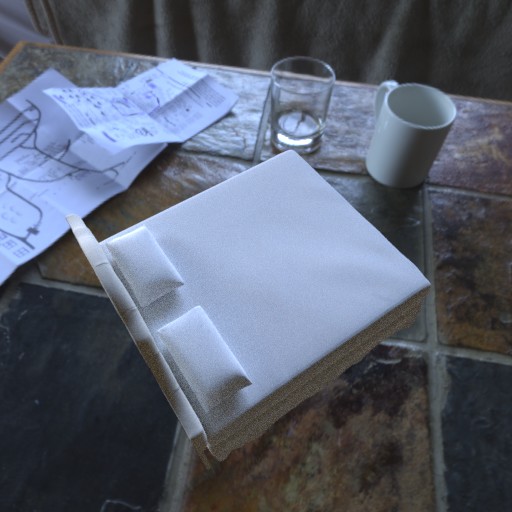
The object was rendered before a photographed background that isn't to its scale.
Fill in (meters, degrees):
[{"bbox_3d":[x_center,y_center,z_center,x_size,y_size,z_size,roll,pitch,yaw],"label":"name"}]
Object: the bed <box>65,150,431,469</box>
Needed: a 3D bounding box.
[{"bbox_3d":[0.000,0.000,3.505,2.214,1.615,2.008,-29,61,-18],"label":"bed"}]
